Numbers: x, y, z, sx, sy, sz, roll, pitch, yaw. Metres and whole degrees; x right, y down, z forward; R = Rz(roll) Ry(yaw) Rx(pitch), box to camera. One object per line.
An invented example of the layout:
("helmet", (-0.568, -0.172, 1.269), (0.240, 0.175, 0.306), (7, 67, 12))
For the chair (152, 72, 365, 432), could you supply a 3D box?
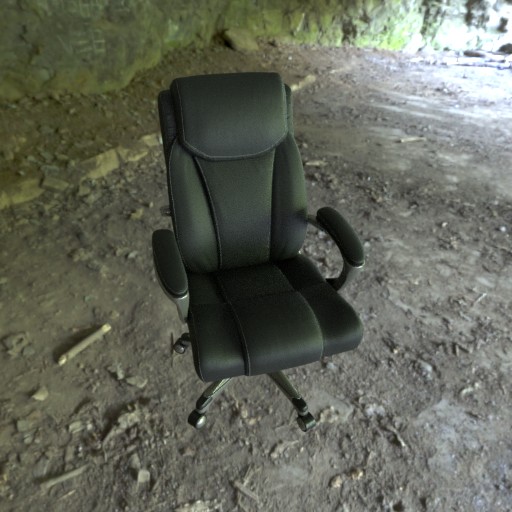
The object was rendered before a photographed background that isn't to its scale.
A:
("chair", (0.000, 0.000, 1.638), (0.741, 1.167, 0.784), (-9, 33, -14))
